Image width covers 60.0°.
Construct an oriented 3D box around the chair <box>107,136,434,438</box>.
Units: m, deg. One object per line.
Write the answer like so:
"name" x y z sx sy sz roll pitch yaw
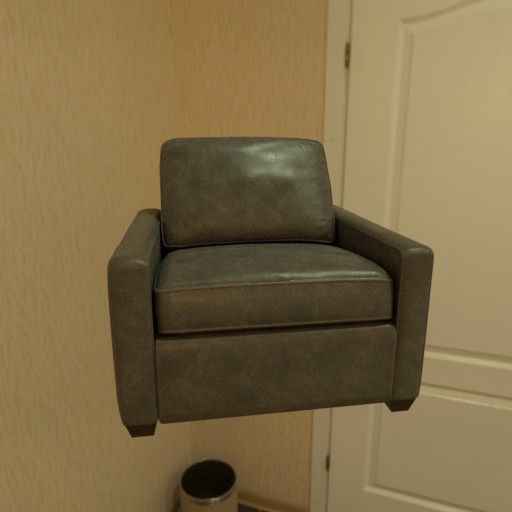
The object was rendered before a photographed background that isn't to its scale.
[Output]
"chair" 0.000 0.000 1.761 1.006 0.916 0.939 -2 15 -9
